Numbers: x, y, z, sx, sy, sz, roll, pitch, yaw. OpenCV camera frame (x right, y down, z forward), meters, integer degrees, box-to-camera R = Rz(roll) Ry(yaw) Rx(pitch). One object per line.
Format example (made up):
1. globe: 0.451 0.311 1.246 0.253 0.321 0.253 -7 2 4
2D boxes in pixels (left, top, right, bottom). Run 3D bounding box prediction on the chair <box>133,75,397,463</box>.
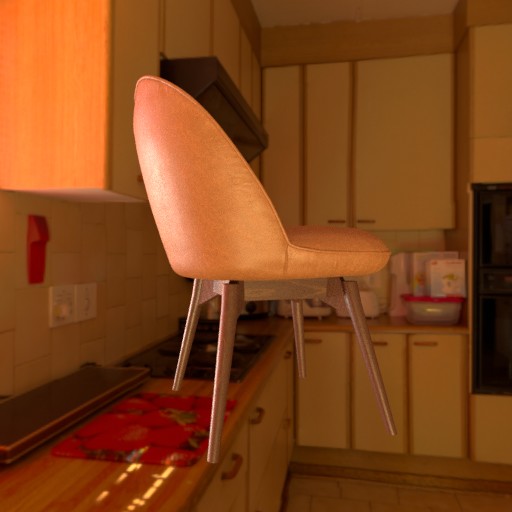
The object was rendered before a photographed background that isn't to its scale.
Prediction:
1. chair: 0.000 0.000 1.193 0.631 0.831 0.521 0 0 -19
